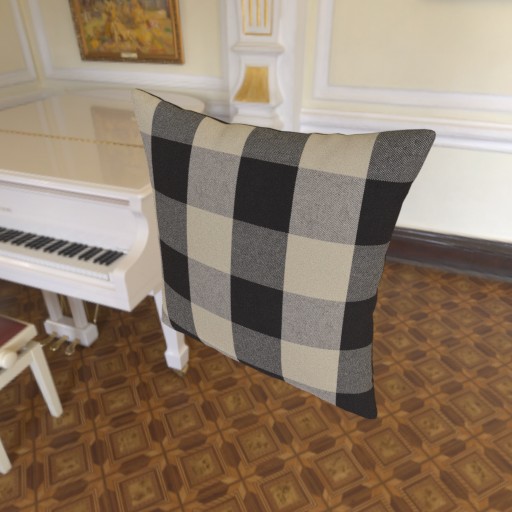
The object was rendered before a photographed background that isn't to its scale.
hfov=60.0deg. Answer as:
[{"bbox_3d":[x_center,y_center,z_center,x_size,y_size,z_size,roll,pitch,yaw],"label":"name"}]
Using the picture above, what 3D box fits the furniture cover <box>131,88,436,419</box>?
[{"bbox_3d":[0.000,0.000,0.774,0.511,0.509,0.161,18,35,28],"label":"furniture cover"}]
